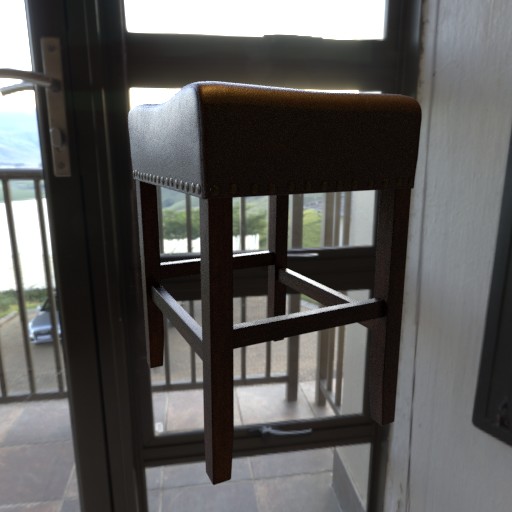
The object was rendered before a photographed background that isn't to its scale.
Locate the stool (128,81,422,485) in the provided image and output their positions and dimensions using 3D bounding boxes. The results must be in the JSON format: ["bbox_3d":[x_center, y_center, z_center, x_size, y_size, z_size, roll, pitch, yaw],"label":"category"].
[{"bbox_3d":[0.000,0.000,0.912,0.397,0.608,0.465,-7,15,-26],"label":"stool"}]
